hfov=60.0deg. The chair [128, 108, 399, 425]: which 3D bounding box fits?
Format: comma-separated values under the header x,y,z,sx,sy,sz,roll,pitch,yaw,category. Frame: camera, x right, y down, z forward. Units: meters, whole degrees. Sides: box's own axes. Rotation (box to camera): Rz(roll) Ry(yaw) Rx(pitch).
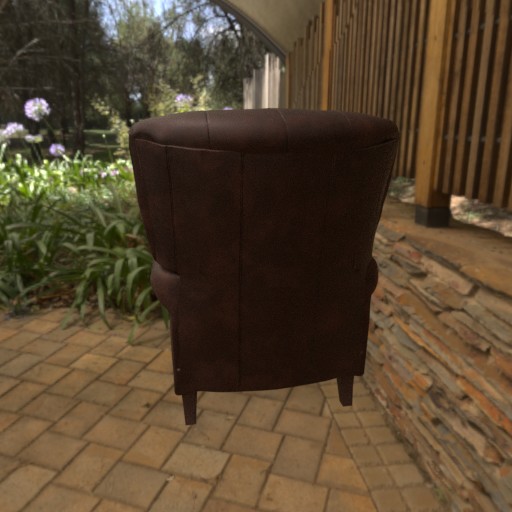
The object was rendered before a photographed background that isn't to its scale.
x,y,z,sx,sy,sz,roll,pitch,yaw,category
0.000,0.000,1.905,0.948,1.158,1.058,-3,15,-11,chair
